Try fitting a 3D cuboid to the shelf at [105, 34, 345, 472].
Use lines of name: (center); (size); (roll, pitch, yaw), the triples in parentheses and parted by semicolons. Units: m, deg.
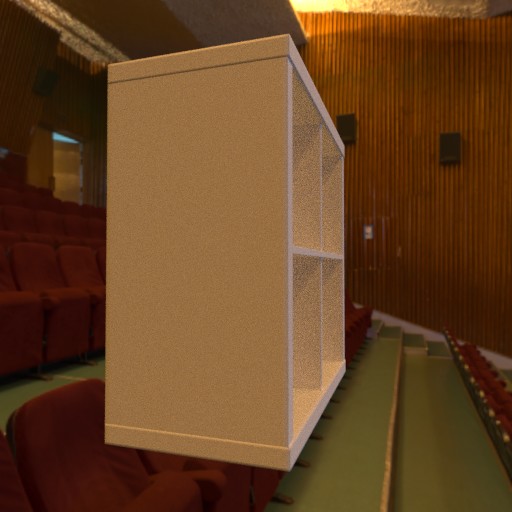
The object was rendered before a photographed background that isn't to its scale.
shelf: (0.000, 0.000, 1.231); (0.390, 0.786, 0.790); (0, -1, 18)
